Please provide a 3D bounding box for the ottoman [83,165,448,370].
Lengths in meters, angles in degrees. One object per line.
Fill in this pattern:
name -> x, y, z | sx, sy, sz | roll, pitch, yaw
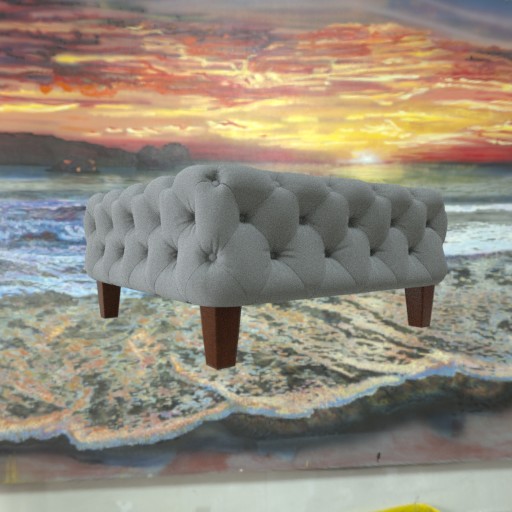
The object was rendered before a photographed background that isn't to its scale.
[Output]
ottoman -> 0.000, 0.000, 1.479 | 0.911, 0.439, 0.917 | -2, 3, -36
